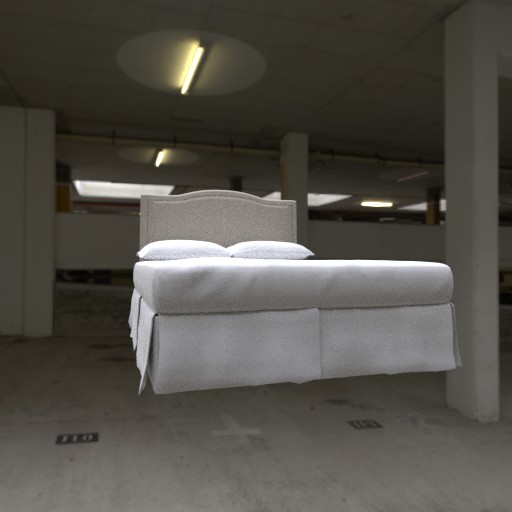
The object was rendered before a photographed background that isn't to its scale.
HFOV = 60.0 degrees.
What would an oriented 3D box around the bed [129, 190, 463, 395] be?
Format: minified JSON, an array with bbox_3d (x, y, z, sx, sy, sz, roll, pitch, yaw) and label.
[{"bbox_3d":[0.000,0.000,3.627,1.977,1.437,2.477,0,-1,-18],"label":"bed"}]
